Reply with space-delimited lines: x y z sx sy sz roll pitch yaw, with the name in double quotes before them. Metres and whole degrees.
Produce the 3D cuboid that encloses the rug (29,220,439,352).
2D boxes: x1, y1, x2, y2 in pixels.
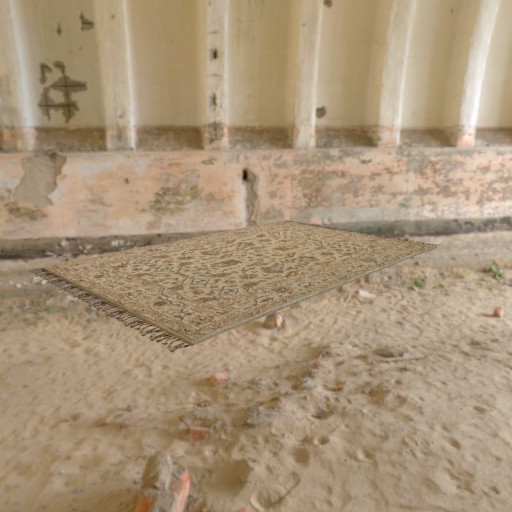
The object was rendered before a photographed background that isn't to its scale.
"rug" 0.000 0.000 3.016 1.529 0.027 2.434 14 20 43
